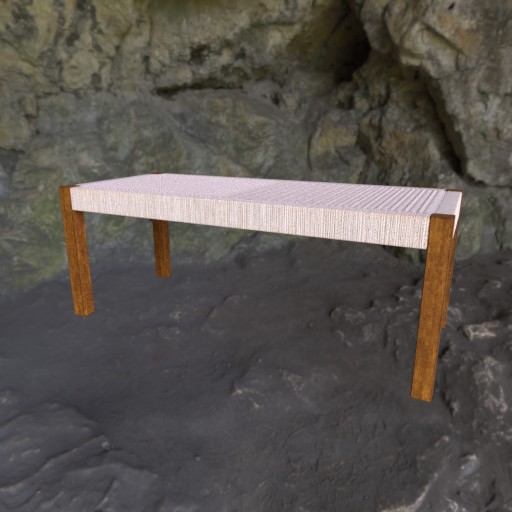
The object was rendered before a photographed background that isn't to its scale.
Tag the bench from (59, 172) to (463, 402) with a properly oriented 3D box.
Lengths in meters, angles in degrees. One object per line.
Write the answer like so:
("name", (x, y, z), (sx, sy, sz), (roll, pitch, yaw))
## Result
("bench", (0.000, 0.000, 1.488), (1.198, 0.457, 0.507), (8, 18, 25))
